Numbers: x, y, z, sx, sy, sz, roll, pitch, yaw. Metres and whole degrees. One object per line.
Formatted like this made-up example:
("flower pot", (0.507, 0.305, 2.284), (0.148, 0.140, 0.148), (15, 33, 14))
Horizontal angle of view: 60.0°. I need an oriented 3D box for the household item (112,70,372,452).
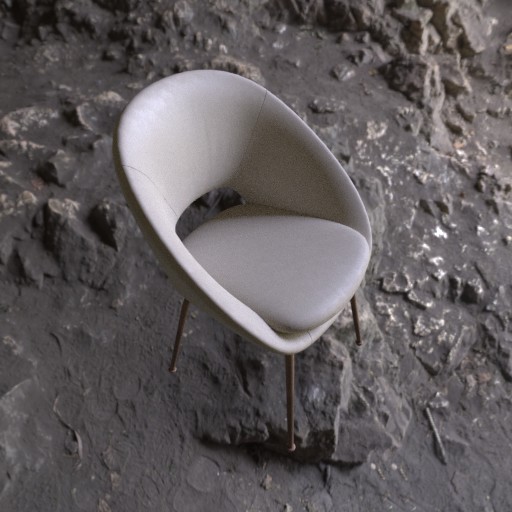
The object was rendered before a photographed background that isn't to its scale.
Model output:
("household item", (0.000, 0.000, 1.213), (0.573, 0.852, 0.623), (24, 46, 26))
